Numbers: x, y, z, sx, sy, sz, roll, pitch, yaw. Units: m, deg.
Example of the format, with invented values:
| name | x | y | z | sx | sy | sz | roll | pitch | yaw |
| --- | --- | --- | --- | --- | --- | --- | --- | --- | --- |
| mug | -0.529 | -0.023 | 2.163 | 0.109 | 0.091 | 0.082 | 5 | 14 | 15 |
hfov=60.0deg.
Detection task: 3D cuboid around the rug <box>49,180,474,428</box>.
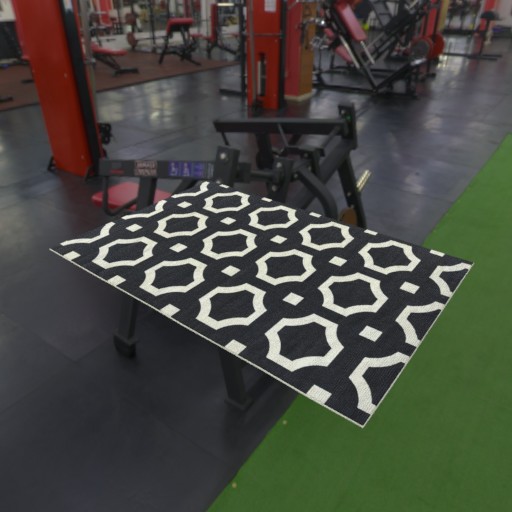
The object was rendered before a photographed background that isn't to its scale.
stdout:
| name | x | y | z | sx | sy | sz | roll | pitch | yaw |
| --- | --- | --- | --- | --- | --- | --- | --- | --- | --- |
| rug | 0.000 | 0.000 | 2.874 | 2.286 | 0.016 | 1.555 | 22 | 37 | 32 |
